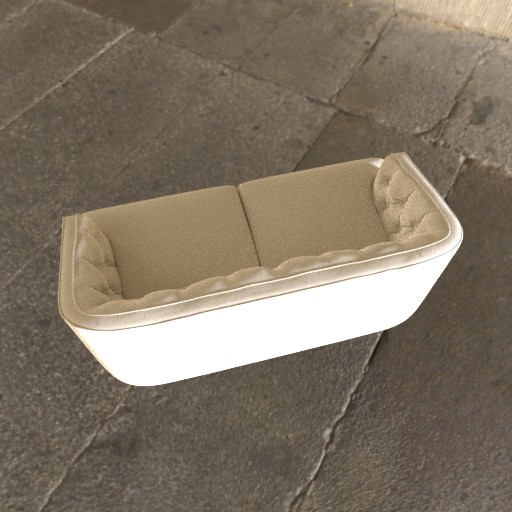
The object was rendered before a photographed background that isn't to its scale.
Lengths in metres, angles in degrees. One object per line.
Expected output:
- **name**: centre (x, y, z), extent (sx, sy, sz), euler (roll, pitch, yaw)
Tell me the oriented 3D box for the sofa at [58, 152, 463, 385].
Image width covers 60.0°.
- **sofa**: centre (0.000, 0.000, 2.257), extent (1.733, 0.855, 0.941), euler (-12, 58, -8)
